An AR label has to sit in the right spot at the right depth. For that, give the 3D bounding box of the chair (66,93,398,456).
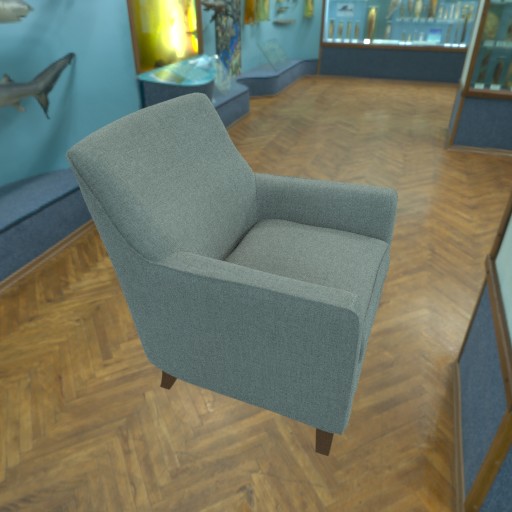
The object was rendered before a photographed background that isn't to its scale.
[{"bbox_3d":[0.000,0.000,1.761,0.993,1.047,0.887,12,34,18],"label":"chair"}]
